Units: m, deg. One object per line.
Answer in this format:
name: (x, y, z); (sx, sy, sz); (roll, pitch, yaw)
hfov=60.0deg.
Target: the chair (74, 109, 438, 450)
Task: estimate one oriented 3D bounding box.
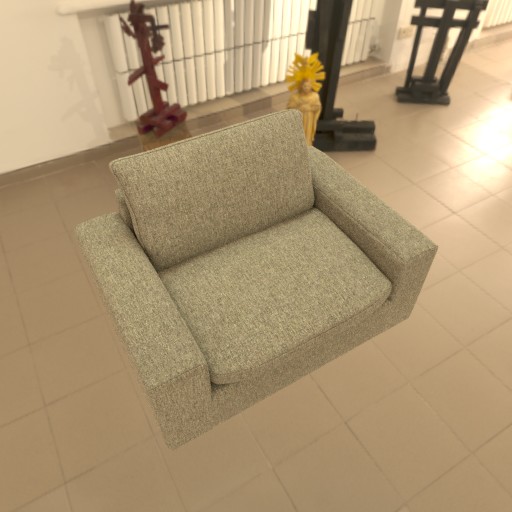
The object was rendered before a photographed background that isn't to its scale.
chair: (0.000, 0.000, 2.095); (1.398, 0.915, 1.039); (-23, 50, -21)
